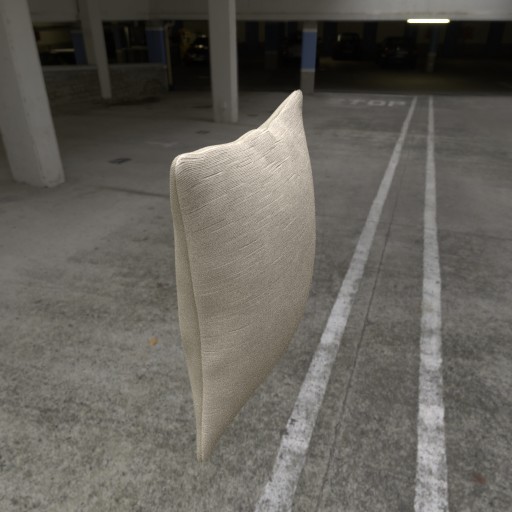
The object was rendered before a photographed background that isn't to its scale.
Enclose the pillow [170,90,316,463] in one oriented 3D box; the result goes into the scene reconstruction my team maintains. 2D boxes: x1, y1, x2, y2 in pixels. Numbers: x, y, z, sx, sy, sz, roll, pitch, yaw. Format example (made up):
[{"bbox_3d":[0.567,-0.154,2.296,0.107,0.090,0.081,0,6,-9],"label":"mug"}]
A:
[{"bbox_3d":[0.000,0.000,0.670,0.162,0.420,0.437,10,30,17],"label":"pillow"}]
